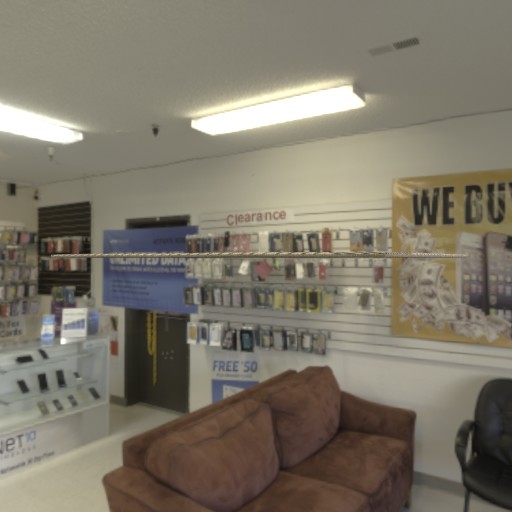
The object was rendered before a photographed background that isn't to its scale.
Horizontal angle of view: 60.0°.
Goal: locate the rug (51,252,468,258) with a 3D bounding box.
[{"bbox_3d":[0.000,0.000,2.344,1.842,0.019,1.237,0,0,36],"label":"rug"}]
